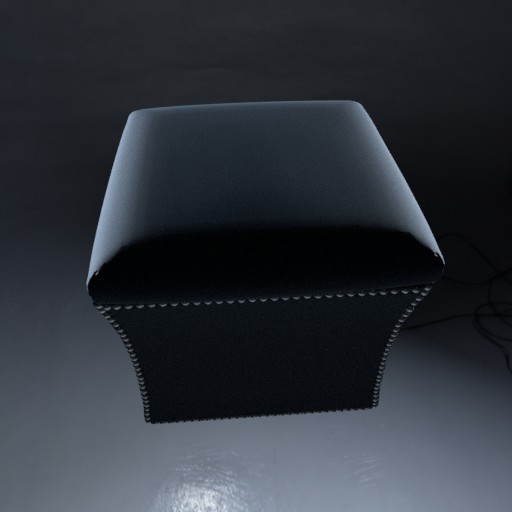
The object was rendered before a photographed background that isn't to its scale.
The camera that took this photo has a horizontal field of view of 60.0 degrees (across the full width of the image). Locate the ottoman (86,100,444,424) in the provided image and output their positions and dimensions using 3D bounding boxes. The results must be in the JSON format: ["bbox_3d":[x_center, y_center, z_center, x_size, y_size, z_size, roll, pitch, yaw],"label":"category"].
[{"bbox_3d":[0.000,0.000,0.898,0.507,0.475,0.497,-3,45,-3],"label":"ottoman"}]
